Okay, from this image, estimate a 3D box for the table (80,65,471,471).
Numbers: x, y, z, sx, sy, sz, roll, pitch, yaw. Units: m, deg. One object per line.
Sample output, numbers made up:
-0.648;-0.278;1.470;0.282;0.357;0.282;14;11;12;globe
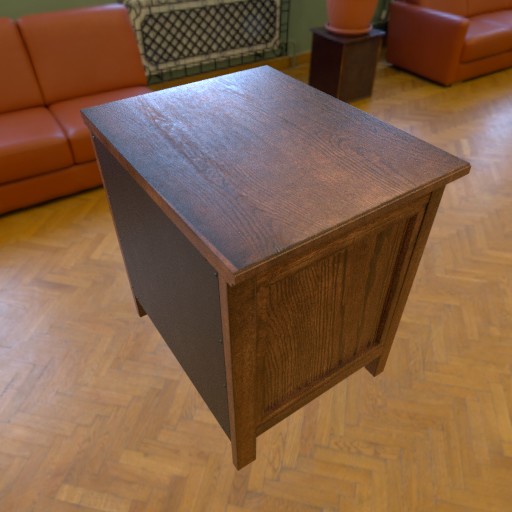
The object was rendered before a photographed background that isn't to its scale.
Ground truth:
0.000;0.000;1.003;0.461;0.597;0.586;-24;47;-25;table
